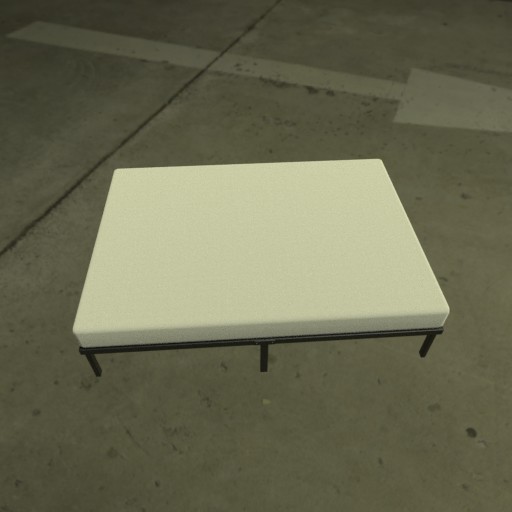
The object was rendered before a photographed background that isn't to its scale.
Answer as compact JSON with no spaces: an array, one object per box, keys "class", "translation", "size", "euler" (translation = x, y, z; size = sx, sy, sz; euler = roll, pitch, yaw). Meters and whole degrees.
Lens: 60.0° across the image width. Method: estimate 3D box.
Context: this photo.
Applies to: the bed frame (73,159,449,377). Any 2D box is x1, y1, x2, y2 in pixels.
[{"class":"bed frame","translation":[0.000,0.000,3.909],"size":[2.842,0.680,2.205],"euler":[2,46,2]}]
